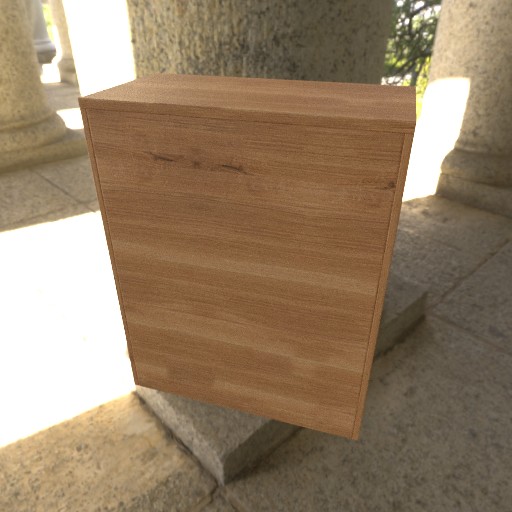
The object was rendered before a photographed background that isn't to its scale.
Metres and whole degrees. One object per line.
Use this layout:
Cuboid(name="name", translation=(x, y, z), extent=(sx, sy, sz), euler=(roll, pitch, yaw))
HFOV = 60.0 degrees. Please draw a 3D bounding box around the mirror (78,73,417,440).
Cuboid(name="mirror", translation=(0.000, 0.000, 1.414), extent=(0.800, 1.000, 0.400), euler=(9, 32, 14))
